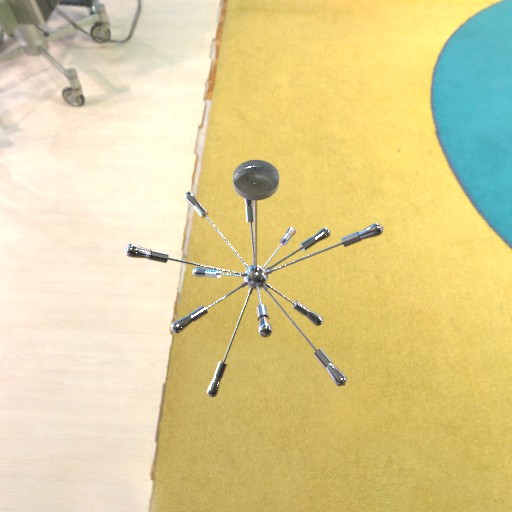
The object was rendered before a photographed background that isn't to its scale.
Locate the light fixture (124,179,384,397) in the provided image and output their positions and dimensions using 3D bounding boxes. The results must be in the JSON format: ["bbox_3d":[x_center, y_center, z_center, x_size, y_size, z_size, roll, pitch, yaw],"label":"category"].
[{"bbox_3d":[0.000,0.000,1.054,0.509,0.558,0.684,-32,64,-18],"label":"light fixture"}]
